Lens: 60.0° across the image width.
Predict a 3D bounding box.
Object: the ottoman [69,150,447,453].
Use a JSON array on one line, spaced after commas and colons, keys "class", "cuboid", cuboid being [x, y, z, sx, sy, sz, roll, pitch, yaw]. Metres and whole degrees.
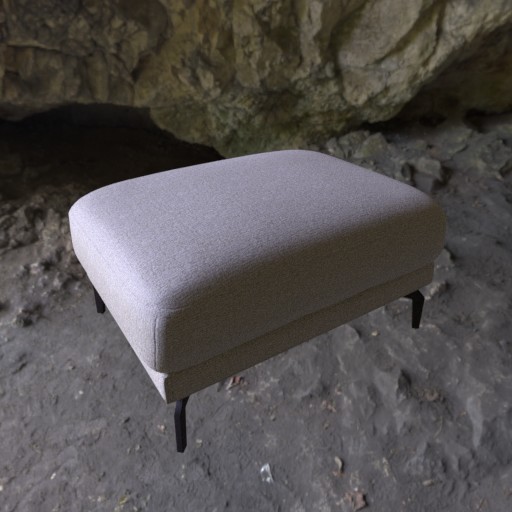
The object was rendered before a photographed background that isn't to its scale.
[{"class": "ottoman", "cuboid": [0.000, 0.000, 1.109, 0.772, 0.420, 0.568, -18, 34, -29]}]
